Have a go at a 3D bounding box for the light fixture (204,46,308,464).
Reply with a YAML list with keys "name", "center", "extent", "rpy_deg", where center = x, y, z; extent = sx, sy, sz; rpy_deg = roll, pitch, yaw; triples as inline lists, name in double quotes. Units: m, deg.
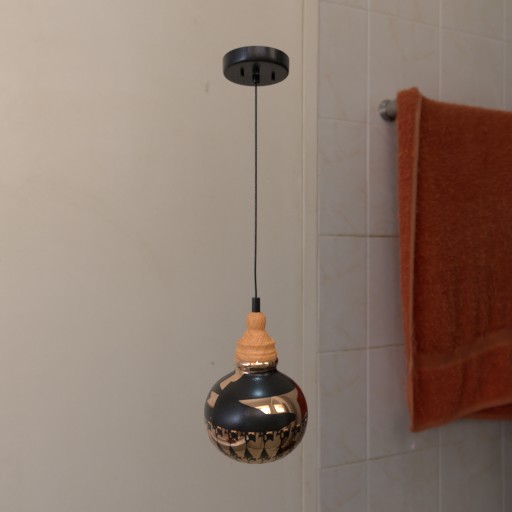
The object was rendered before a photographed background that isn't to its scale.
- name: "light fixture"
  center: [0.000, 0.000, 1.836]
  extent: [0.430, 1.606, 0.430]
  rpy_deg: [0, 1, -18]
